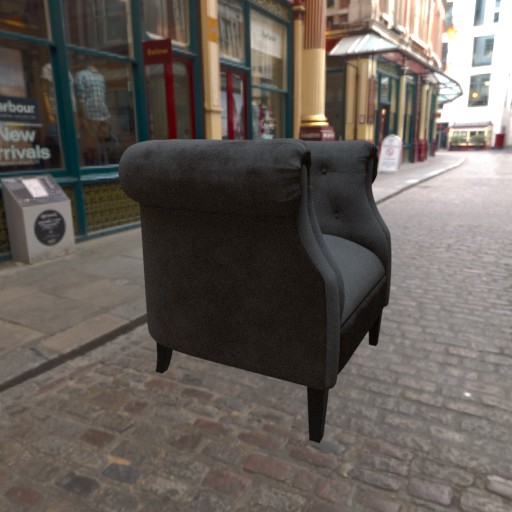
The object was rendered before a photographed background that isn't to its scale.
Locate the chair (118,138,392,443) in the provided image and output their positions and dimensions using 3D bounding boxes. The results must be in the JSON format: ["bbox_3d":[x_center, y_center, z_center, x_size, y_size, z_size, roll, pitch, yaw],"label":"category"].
[{"bbox_3d":[0.000,0.000,1.618,0.851,0.826,0.904,7,16,27],"label":"chair"}]
